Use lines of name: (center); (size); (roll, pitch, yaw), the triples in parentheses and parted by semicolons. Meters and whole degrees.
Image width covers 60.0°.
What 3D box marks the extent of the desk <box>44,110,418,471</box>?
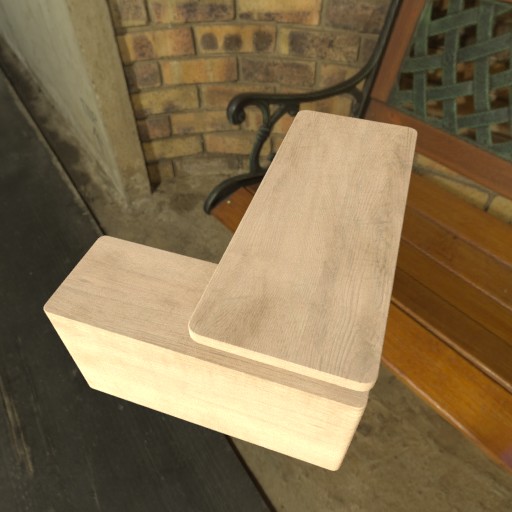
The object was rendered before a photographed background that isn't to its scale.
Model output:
desk: (0.000, 0.000, 2.088); (1.175, 0.770, 1.400); (14, 49, 12)
